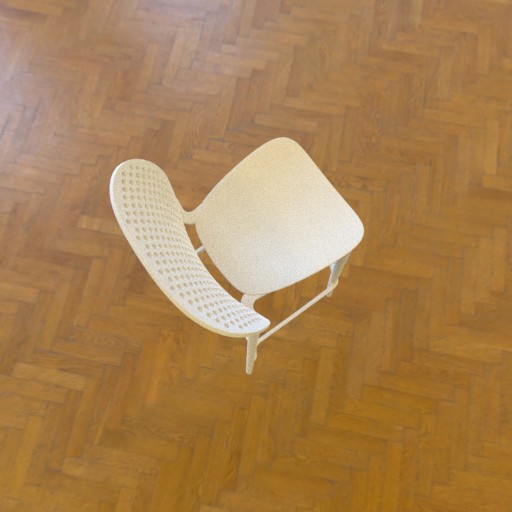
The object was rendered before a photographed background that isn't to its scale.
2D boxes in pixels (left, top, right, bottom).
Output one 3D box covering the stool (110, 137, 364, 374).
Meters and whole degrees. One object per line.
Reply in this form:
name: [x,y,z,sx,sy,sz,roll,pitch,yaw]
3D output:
stool: [0.000,0.000,1.370,0.535,1.045,0.536,-34,77,-9]
